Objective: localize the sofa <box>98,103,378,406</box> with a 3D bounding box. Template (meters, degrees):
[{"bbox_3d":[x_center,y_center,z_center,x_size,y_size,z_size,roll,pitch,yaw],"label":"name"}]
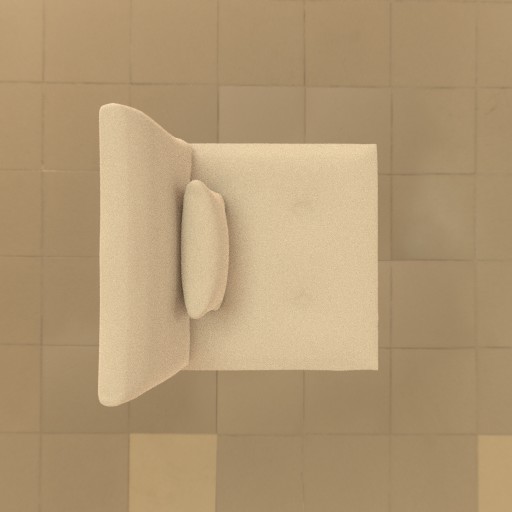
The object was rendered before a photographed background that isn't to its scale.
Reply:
[{"bbox_3d":[0.000,0.000,1.696,1.000,0.828,0.935,0,89,-1],"label":"sofa"}]
